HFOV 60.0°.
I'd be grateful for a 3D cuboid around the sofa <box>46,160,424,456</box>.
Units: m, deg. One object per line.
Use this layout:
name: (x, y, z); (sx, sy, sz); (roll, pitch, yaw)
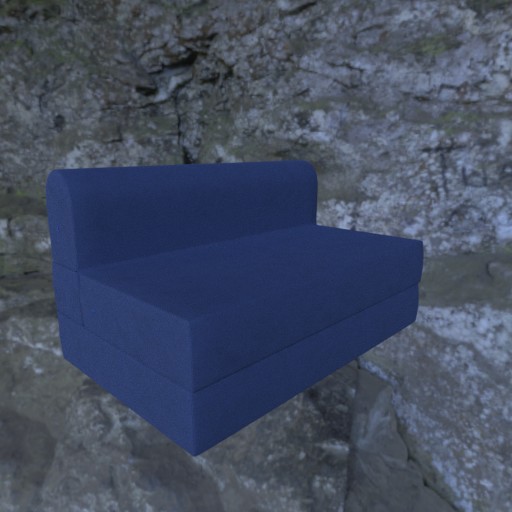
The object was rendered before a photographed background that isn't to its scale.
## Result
sofa: (0.000, 0.000, 1.651); (0.762, 0.660, 1.219); (13, 19, 43)
